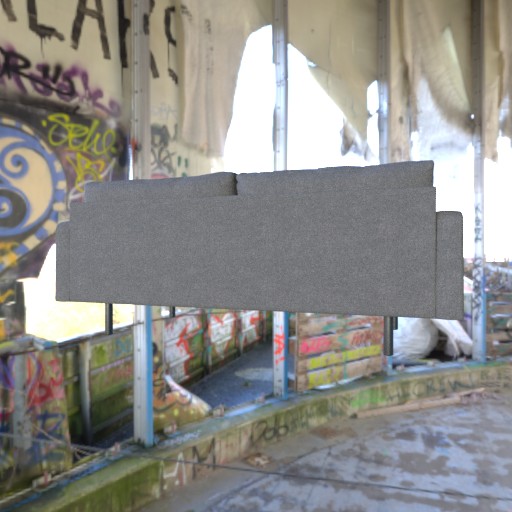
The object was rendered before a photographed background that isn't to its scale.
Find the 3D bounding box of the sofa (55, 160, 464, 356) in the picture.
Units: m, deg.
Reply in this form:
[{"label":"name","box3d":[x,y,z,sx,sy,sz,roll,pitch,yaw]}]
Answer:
[{"label":"sofa","box3d":[0.000,0.000,2.558,2.100,0.880,0.880,0,1,19]}]
